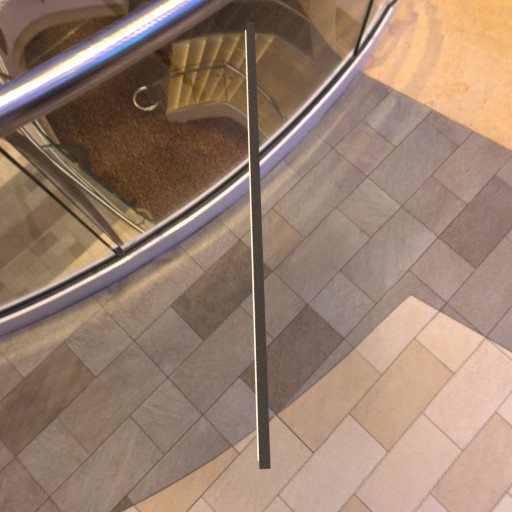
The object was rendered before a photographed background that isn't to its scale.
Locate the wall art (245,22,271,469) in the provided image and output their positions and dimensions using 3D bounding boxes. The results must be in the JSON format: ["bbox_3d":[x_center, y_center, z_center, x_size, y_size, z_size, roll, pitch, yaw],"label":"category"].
[{"bbox_3d":[0.000,0.000,1.520,0.028,0.805,1.190,-2,75,0],"label":"wall art"}]
